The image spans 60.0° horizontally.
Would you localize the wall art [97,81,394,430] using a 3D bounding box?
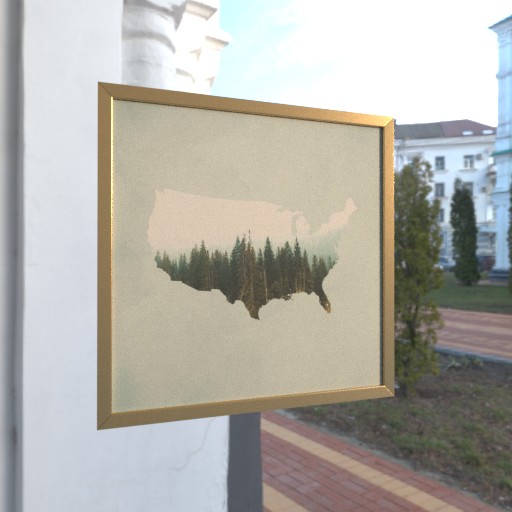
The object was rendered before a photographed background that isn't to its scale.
[{"bbox_3d":[0.000,0.000,0.453,0.304,0.304,0.038,0,0,-18],"label":"wall art"}]
